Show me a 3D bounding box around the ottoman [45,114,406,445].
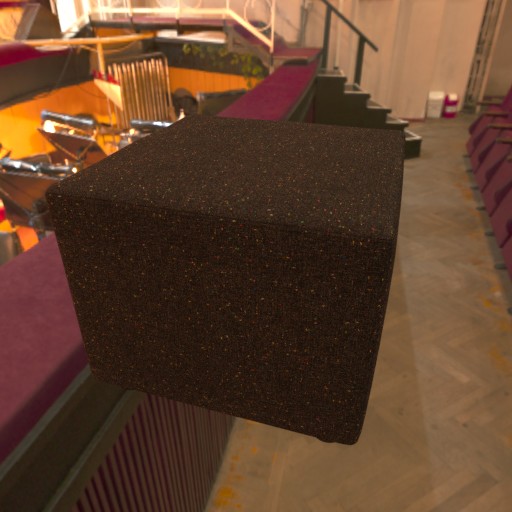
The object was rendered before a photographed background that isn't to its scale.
[{"bbox_3d":[0.000,0.000,0.872,0.508,0.432,0.508,9,31,15],"label":"ottoman"}]
